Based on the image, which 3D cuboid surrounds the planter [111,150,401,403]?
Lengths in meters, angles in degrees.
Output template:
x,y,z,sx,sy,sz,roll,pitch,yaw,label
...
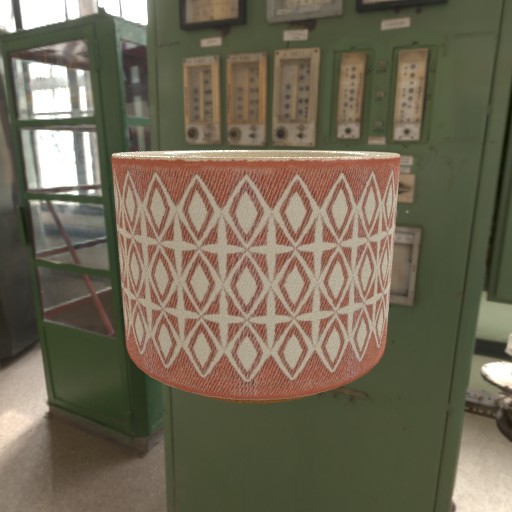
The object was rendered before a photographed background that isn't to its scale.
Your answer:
x,y,z,sx,sy,sz,roll,pitch,yaw,label
0.000,0.000,0.326,0.192,0.148,0.192,0,14,0,planter
